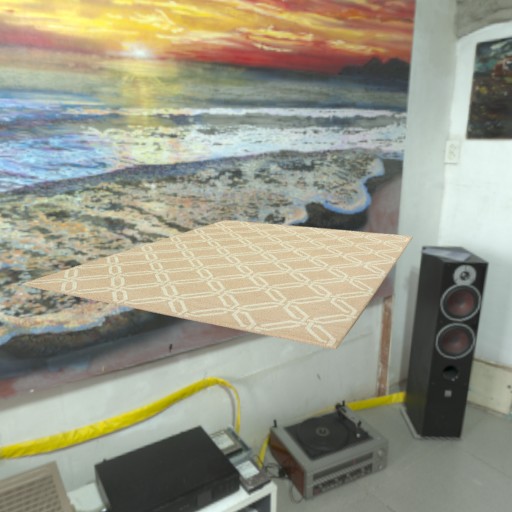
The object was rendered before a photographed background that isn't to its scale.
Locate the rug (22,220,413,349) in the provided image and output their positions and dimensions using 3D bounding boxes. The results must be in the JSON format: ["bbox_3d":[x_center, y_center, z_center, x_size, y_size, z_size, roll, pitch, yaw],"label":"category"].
[{"bbox_3d":[0.000,0.000,3.908,2.288,0.018,2.895,7,16,25],"label":"rug"}]
